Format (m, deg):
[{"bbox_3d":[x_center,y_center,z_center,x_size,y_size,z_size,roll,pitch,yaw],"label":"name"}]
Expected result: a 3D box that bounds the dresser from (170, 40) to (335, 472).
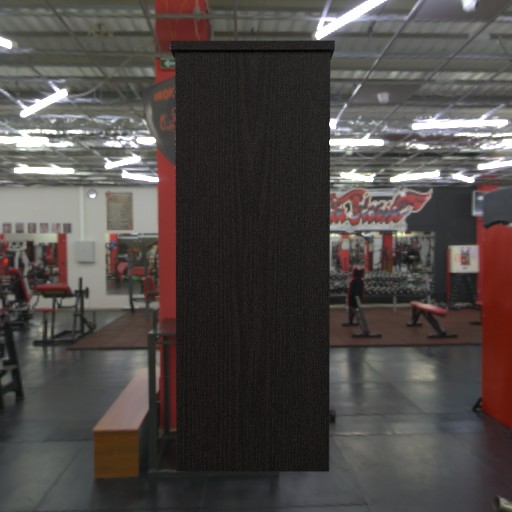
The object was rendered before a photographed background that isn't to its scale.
[{"bbox_3d":[0.000,0.000,1.397,0.399,1.020,0.704,0,1,0],"label":"dresser"}]
